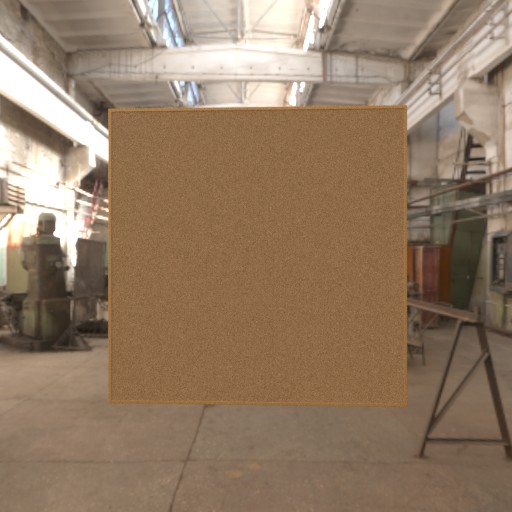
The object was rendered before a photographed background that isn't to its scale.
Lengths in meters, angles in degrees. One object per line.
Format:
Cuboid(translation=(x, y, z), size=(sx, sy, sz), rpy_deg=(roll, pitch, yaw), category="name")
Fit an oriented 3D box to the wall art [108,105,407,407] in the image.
Cuboid(translation=(0.000, 0.000, 0.981), size=(0.657, 0.655, 0.014), rpy_deg=(0, 0, 2), category="wall art")
